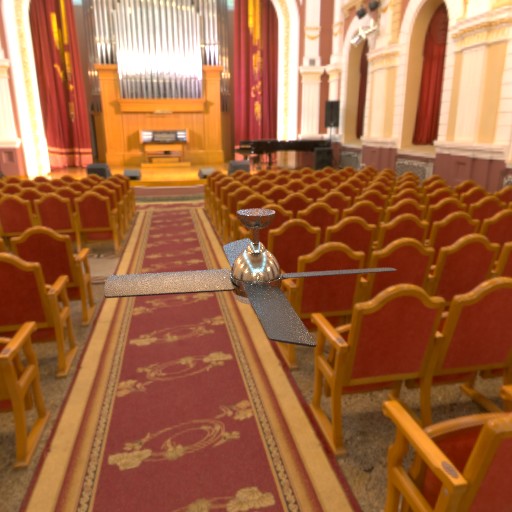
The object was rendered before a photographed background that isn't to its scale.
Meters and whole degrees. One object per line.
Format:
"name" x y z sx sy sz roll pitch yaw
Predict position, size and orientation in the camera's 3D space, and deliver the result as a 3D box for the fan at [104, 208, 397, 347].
"fan" 0.000 0.000 2.004 1.332 0.403 1.332 -3 16 -10
